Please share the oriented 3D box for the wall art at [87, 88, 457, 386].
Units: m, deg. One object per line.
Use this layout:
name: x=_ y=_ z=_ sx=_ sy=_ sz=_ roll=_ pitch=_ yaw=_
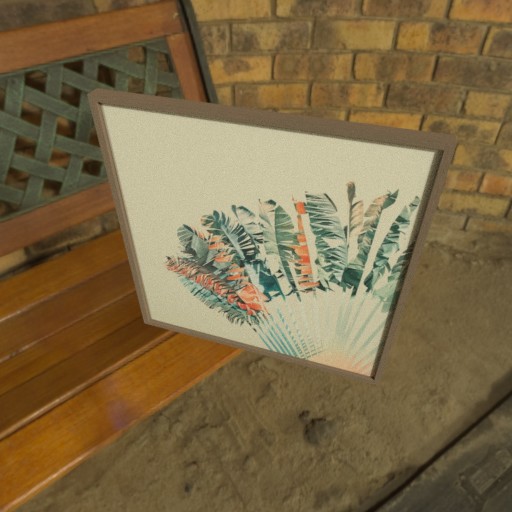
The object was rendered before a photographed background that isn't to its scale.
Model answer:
wall art: x=0.000 y=0.000 z=1.138 sx=0.761 sy=0.758 sz=0.038 roll=12 pitch=42 yaw=14
